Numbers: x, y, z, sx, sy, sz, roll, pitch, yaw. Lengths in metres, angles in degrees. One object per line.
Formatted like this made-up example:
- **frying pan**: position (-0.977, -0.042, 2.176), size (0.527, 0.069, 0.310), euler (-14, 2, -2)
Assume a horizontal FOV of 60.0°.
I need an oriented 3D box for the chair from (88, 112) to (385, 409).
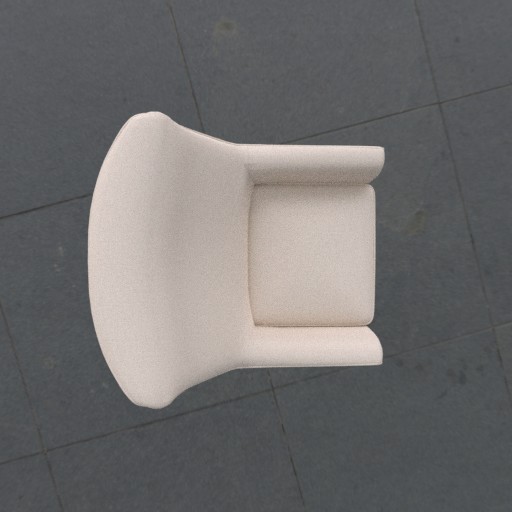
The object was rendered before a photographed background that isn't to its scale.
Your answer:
- **chair**: position (0.000, 0.000, 1.564), size (0.879, 0.916, 0.756), euler (0, 92, -2)
